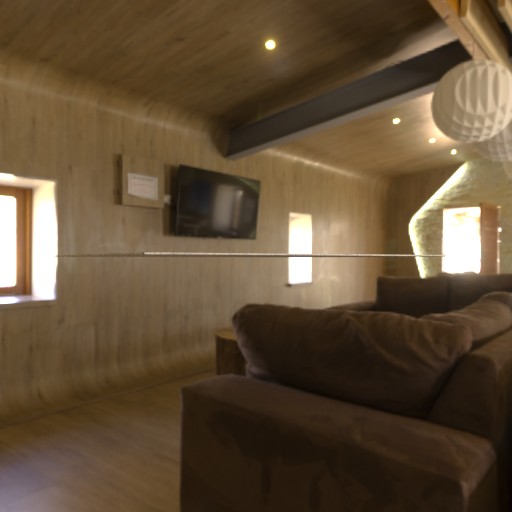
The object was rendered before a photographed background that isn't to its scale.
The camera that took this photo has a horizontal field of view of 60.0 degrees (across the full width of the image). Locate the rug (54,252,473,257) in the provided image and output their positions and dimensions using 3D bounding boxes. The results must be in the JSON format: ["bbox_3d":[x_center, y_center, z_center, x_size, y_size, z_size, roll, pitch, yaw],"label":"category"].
[{"bbox_3d":[0.000,0.000,4.136,3.072,0.011,2.451,0,-1,-34],"label":"rug"}]
